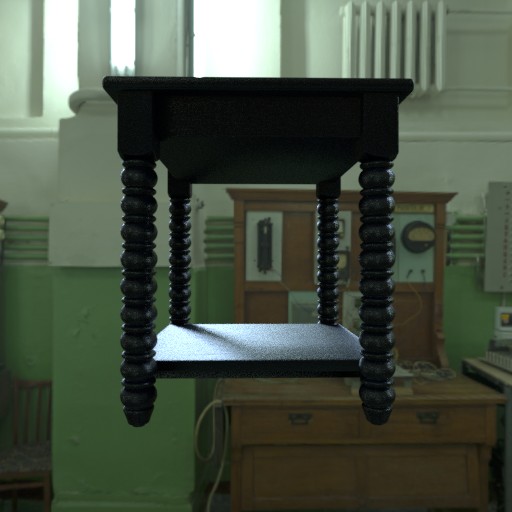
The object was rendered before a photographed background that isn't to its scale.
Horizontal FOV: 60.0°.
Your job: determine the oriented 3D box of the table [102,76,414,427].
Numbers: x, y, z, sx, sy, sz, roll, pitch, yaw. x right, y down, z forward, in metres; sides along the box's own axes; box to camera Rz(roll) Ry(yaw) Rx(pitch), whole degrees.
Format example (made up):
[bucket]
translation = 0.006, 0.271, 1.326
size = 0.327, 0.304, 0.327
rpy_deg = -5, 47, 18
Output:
[table]
translation = 0.000, 0.000, 0.968
size = 0.500, 0.567, 0.533
rpy_deg = 0, 0, -1
